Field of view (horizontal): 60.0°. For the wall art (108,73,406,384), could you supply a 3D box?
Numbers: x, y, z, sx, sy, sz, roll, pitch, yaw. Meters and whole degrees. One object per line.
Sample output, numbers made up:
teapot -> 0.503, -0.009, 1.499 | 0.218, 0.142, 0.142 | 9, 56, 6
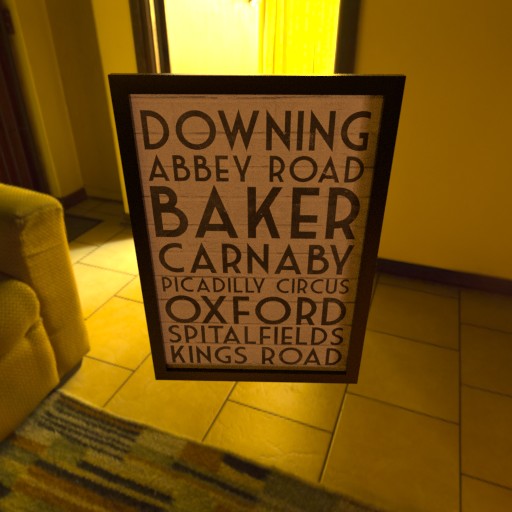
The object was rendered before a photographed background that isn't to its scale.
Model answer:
wall art -> 0.000, 0.000, 0.564 | 0.304, 0.432, 0.013 | 1, 30, 1
